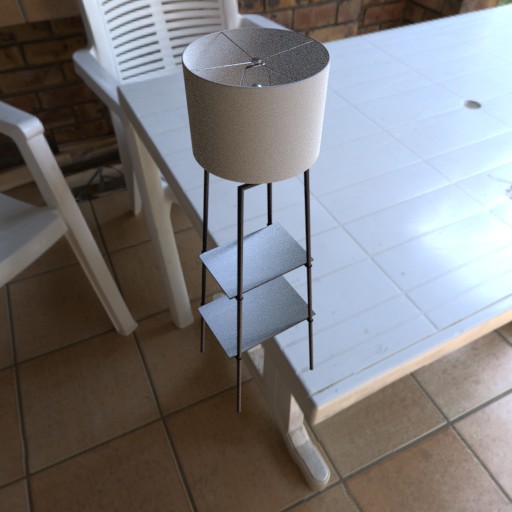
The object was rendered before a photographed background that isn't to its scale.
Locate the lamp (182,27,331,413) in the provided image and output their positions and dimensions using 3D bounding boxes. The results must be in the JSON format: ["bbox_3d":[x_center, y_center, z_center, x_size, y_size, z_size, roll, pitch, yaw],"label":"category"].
[{"bbox_3d":[0.000,0.000,1.653,0.427,1.474,0.384,-24,51,-21],"label":"lamp"}]
